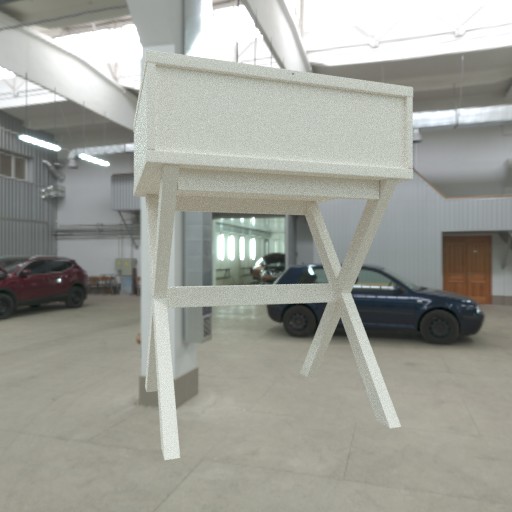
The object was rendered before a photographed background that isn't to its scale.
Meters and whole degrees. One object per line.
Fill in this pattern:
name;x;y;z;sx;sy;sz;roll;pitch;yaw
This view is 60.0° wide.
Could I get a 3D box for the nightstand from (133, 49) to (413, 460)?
nightstand;0.000;0.000;0.933;0.479;0.623;0.402;0;0;-18
